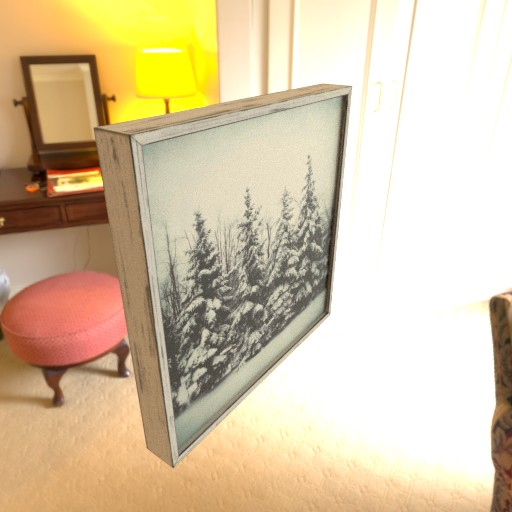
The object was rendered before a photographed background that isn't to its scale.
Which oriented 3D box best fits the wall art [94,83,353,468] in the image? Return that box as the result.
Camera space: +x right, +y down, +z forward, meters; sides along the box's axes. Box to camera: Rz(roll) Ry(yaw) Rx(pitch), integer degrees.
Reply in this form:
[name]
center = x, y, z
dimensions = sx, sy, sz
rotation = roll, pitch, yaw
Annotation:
[wall art]
center = 0.000, 0.000, 0.455
dimensions = 0.036, 0.303, 0.303
rotation = 19, 33, 32
